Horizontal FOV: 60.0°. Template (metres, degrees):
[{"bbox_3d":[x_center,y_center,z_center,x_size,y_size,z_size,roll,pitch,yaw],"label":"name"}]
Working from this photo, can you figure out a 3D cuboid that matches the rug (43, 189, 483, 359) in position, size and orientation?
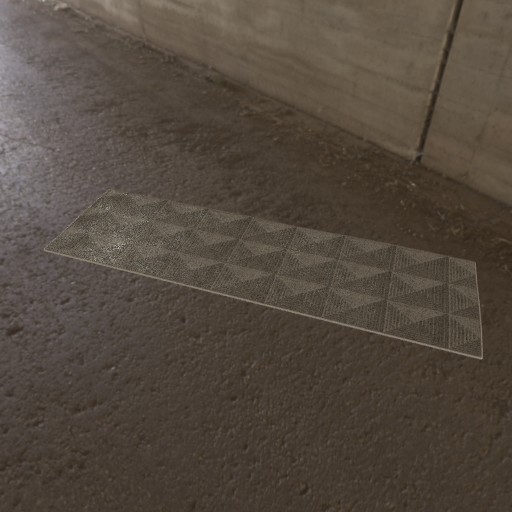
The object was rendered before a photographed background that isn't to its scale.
[{"bbox_3d":[0.000,0.000,2.313,2.182,0.015,0.645,12,42,14],"label":"rug"}]
